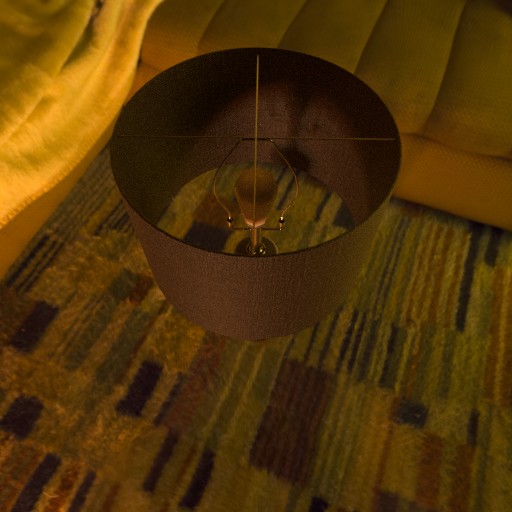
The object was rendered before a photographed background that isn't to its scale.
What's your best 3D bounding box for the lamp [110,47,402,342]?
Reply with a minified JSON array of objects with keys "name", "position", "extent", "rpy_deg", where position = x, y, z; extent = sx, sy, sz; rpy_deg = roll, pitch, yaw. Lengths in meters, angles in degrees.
[{"name":"lamp","position":[0.000,0.000,0.672],"extent":[0.303,0.488,0.303],"rpy_deg":[0,58,0]}]
